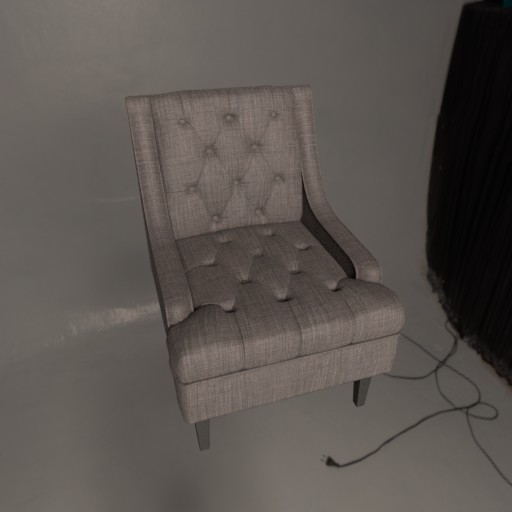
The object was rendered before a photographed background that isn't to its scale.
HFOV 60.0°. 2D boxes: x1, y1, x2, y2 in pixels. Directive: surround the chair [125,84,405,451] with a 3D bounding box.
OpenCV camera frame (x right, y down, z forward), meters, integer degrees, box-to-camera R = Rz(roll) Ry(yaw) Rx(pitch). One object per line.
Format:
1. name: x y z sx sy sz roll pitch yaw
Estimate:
1. chair: 0.000 0.000 1.411 0.655 0.891 0.771 -10 33 -15
